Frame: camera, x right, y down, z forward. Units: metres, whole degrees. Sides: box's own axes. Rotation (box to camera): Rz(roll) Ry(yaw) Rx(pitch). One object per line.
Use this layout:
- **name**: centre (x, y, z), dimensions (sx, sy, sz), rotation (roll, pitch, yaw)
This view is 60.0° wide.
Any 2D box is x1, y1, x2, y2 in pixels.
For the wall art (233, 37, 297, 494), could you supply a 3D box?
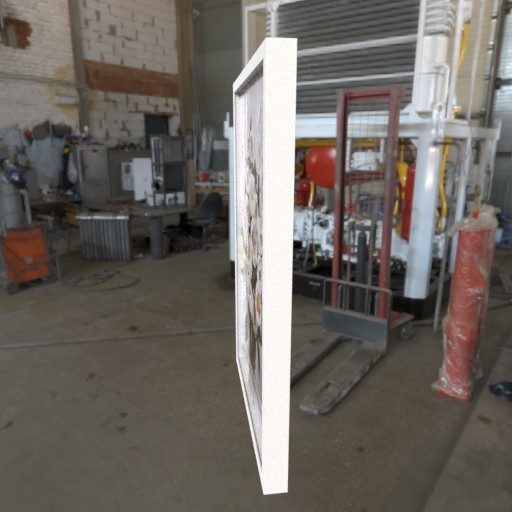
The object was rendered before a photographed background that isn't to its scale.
- **wall art**: centre (0.000, 0.000, 0.541), dimensions (0.025, 0.428, 0.293), rotation (-2, 15, -8)
